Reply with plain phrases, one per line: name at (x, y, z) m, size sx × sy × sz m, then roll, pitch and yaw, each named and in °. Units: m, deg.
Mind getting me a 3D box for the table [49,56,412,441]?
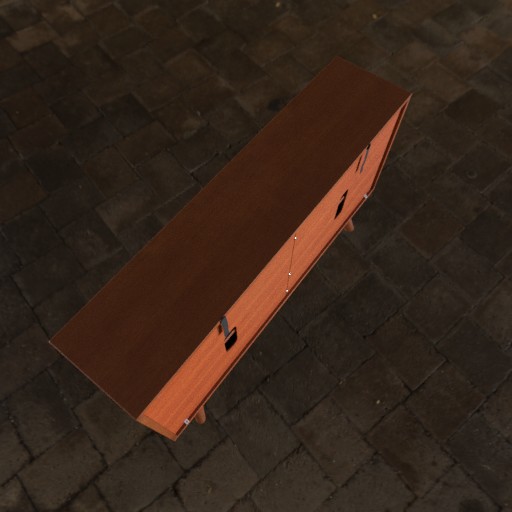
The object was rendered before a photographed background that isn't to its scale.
table at (0.000, 0.000, 1.513) m, size 0.308 × 0.698 × 1.220 m, roll 34°, pitch 68°, yaw 16°
